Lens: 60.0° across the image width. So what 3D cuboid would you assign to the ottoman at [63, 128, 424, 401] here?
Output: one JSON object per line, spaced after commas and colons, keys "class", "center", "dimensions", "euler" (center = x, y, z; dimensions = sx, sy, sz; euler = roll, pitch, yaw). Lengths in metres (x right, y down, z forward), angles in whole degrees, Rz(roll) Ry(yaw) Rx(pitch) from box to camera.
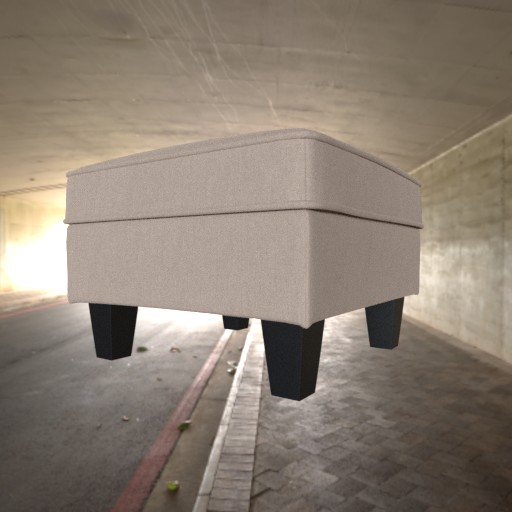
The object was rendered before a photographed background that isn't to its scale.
{"class": "ottoman", "center": [0.000, 0.000, 1.017], "dimensions": [0.613, 0.438, 0.616], "euler": [0, 0, 35]}
